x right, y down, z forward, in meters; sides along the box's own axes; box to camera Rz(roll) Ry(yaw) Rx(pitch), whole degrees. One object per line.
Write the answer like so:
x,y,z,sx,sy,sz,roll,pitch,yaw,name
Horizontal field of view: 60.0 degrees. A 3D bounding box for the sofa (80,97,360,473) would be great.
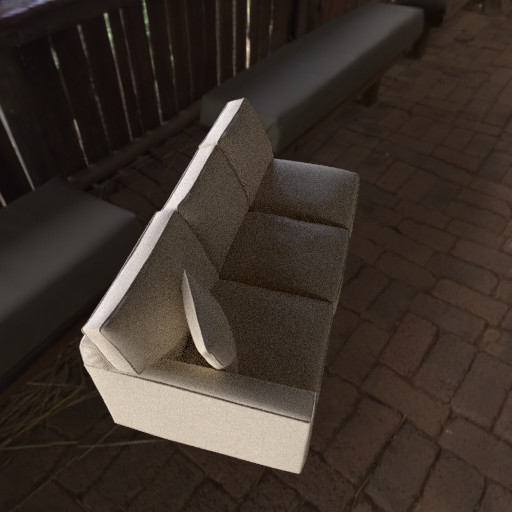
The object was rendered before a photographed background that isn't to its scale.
0.000,0.000,2.576,1.034,0.946,1.962,11,47,10,sofa
